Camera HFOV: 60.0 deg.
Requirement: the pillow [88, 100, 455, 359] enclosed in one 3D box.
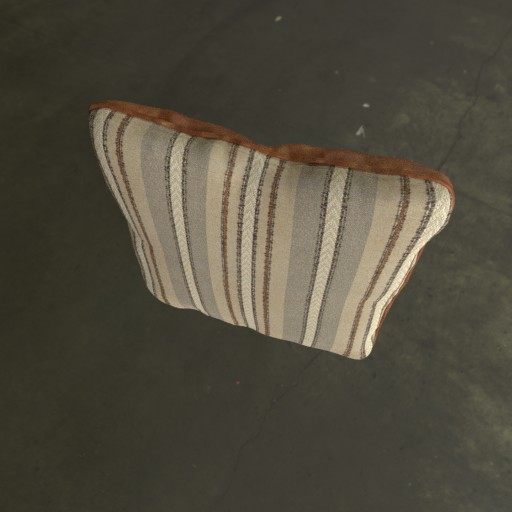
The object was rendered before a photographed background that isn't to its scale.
[{"bbox_3d":[0.000,0.000,0.734,0.489,0.490,0.130,15,57,10],"label":"pillow"}]
